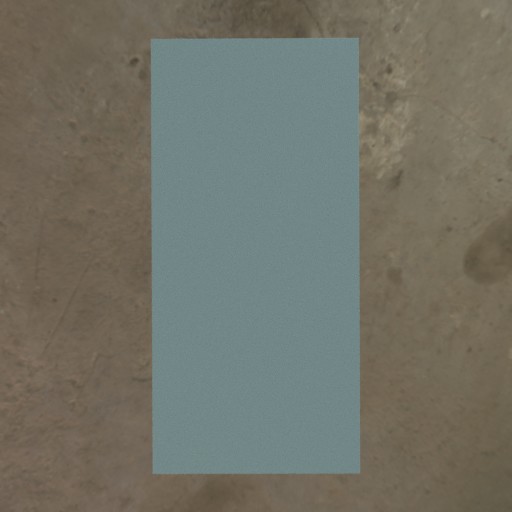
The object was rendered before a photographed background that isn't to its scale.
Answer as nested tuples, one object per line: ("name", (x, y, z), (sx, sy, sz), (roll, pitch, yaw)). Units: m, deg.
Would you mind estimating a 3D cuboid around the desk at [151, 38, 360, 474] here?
("desk", (0.000, 0.000, 1.466), (0.509, 0.780, 1.059), (0, 90, 0))
